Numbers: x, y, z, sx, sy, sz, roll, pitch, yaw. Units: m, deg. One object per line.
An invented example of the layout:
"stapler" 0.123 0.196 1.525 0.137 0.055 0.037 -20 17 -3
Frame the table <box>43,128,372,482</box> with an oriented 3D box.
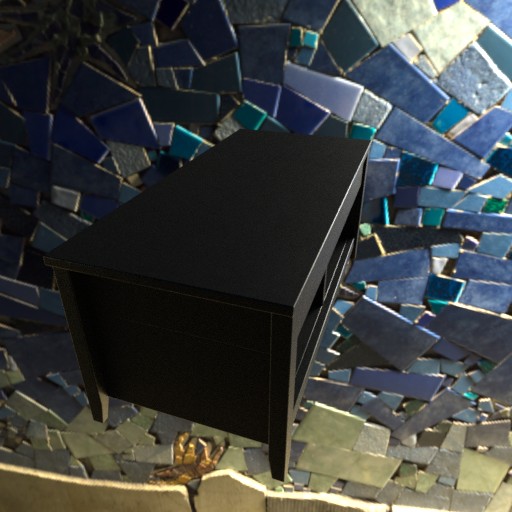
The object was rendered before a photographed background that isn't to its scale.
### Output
"table" 0.000 0.000 1.282 0.483 0.457 1.016 10 31 17
